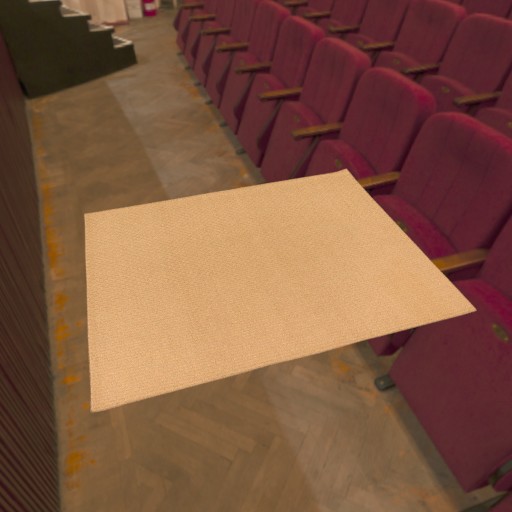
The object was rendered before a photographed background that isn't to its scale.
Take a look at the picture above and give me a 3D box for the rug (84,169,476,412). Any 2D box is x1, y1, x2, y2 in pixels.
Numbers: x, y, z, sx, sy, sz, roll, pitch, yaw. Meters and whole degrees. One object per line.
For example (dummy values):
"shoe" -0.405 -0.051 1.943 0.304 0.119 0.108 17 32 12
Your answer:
"rug" 0.000 0.000 3.937 2.897 0.035 2.277 -12 42 -13
